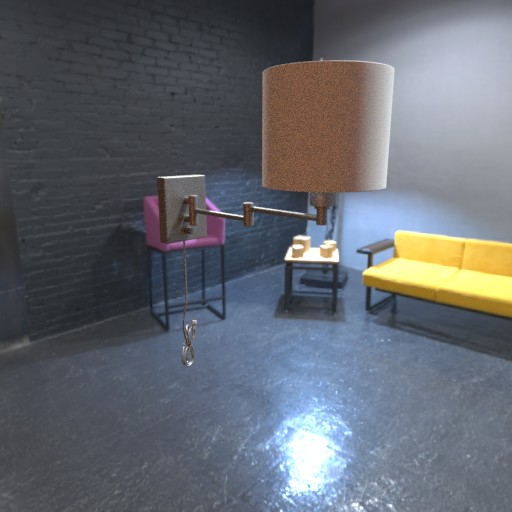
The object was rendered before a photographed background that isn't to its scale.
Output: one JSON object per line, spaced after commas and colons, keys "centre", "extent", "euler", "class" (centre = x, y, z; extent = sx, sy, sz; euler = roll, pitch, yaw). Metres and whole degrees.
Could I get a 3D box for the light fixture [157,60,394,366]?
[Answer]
{"centre": [0.000, 0.000, 0.883], "extent": [0.516, 0.651, 0.203], "euler": [14, 19, 43], "class": "light fixture"}
